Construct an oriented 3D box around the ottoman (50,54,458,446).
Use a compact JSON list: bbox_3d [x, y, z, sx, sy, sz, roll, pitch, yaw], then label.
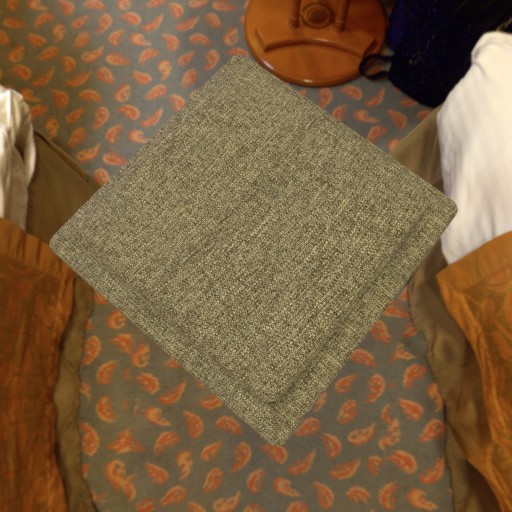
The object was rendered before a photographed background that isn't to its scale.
[{"bbox_3d":[0.000,0.000,0.829,0.450,0.460,0.450,38,78,10],"label":"ottoman"}]
